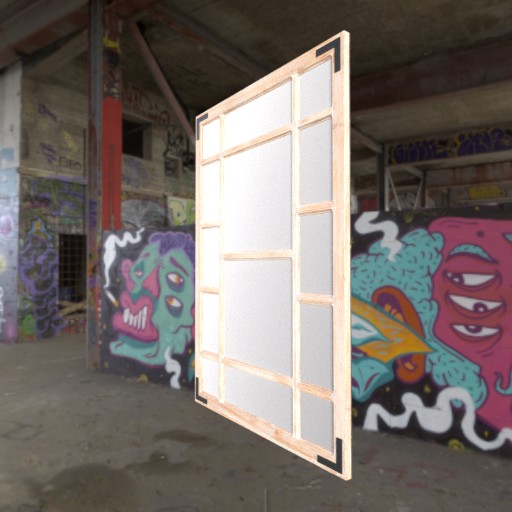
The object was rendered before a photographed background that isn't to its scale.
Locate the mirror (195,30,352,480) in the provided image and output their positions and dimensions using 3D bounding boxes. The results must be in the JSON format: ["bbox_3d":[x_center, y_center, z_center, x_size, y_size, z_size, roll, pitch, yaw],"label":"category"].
[{"bbox_3d":[0.000,0.000,1.271,0.025,0.996,0.705,1,-2,-35],"label":"mirror"}]
